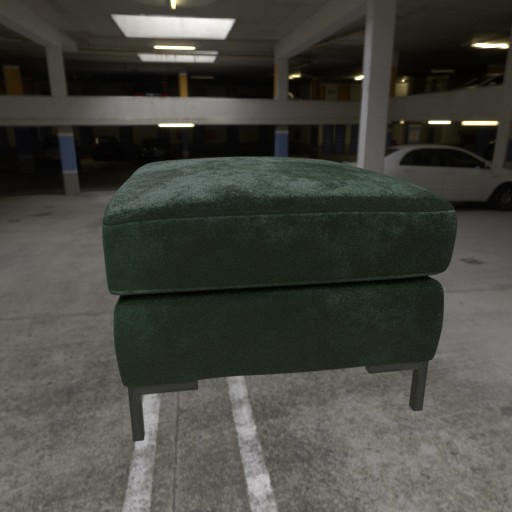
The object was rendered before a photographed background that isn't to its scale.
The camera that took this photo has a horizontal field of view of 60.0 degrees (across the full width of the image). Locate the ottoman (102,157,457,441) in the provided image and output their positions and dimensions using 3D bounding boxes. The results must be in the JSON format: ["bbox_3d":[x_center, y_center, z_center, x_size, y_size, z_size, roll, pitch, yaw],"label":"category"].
[{"bbox_3d":[0.000,0.000,1.275,0.701,0.538,0.839,-3,17,-9],"label":"ottoman"}]
